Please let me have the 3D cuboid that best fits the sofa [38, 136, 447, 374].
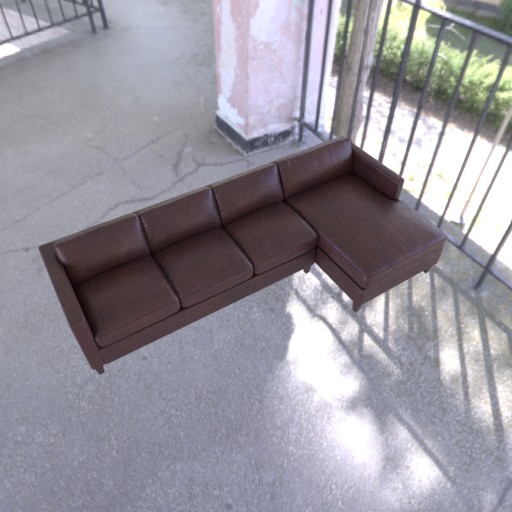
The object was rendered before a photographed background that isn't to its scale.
[{"bbox_3d":[0.000,0.000,3.935,3.203,0.883,1.581,-24,51,-22],"label":"sofa"}]
